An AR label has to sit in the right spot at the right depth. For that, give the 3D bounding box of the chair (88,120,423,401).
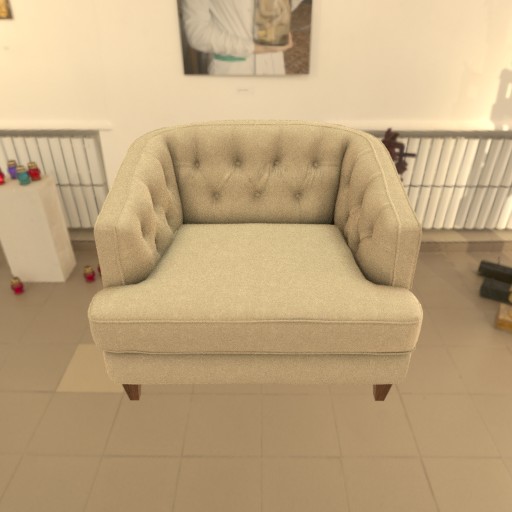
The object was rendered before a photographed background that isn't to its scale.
[{"bbox_3d":[0.000,0.000,1.795,1.104,0.852,0.941,0,32,0],"label":"chair"}]
